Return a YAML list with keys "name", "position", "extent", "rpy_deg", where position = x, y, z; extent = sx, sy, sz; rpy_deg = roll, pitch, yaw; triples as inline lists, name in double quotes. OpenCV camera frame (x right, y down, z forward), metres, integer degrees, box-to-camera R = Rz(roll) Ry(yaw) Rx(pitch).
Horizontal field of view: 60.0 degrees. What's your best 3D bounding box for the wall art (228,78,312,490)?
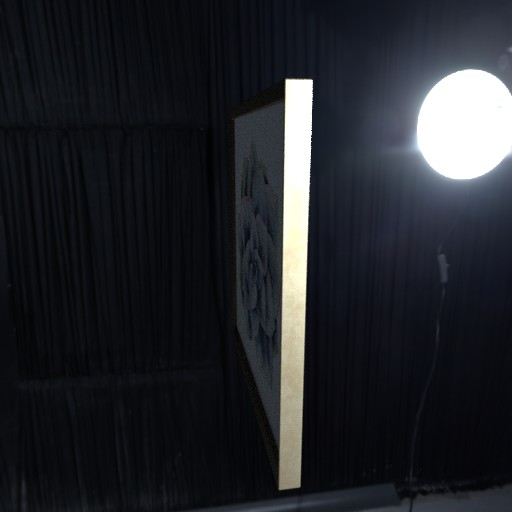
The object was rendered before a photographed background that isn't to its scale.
- name: "wall art"
  position: [0.000, 0.000, 0.760]
  extent: [0.030, 0.506, 0.503]
  rpy_deg: [-3, 15, -10]
